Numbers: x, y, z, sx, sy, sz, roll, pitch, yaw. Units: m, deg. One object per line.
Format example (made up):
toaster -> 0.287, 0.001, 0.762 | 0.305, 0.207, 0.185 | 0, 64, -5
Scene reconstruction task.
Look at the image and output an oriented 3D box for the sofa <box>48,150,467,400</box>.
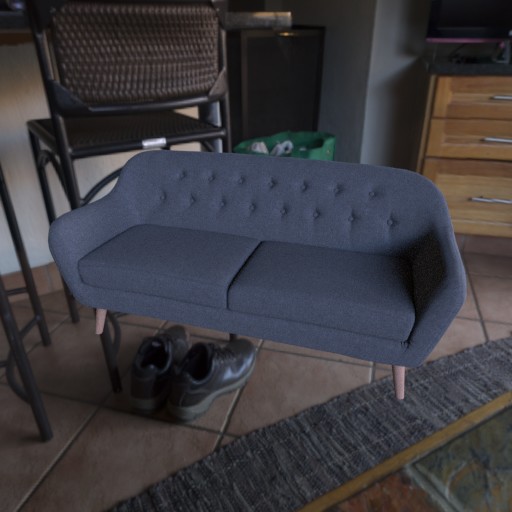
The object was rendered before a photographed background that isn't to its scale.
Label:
sofa -> 0.000, 0.000, 2.207 | 1.840, 0.820, 0.820 | 8, 27, 16
